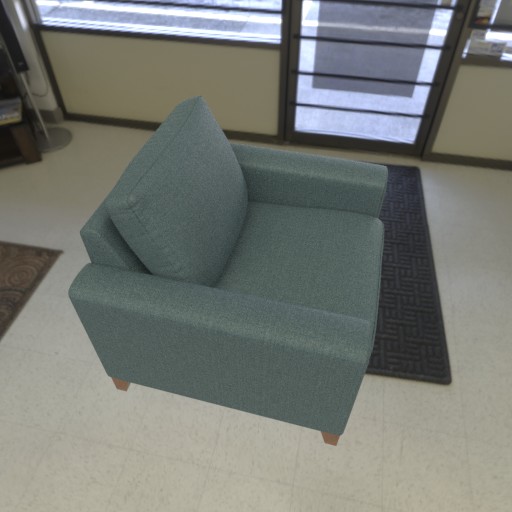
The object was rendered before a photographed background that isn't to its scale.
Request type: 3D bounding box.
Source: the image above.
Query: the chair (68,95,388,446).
[{"bbox_3d":[0.000,0.000,1.857,1.038,1.010,1.024,11,48,10],"label":"chair"}]
